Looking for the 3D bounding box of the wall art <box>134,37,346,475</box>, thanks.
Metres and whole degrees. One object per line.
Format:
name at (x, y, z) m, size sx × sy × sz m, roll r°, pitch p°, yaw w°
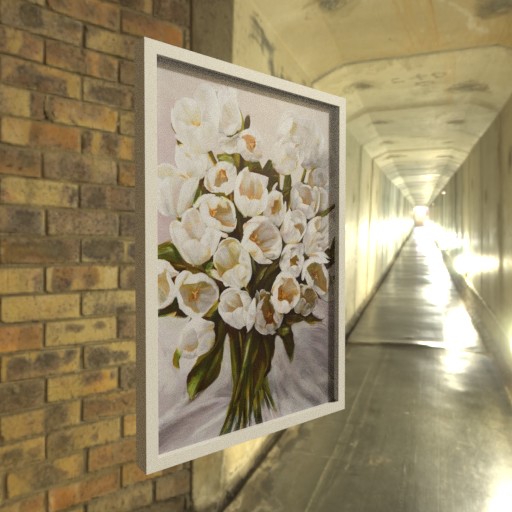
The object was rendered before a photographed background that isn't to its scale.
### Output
wall art at (0.000, 0.000, 0.817) m, size 0.450 × 0.657 × 0.038 m, roll -1°, pitch 1°, yaw -38°
